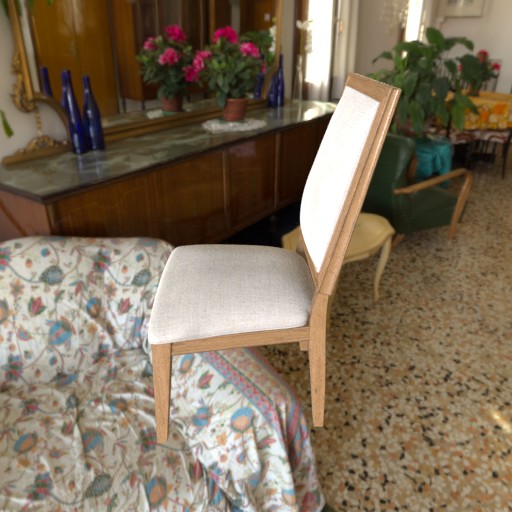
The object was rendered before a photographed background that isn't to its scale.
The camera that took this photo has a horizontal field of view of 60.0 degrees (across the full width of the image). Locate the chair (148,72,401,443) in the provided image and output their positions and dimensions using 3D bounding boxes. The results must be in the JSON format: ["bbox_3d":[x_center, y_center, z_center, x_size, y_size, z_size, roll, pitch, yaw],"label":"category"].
[{"bbox_3d":[0.000,0.000,1.325,0.601,0.988,0.536,-1,27,-1],"label":"chair"}]
